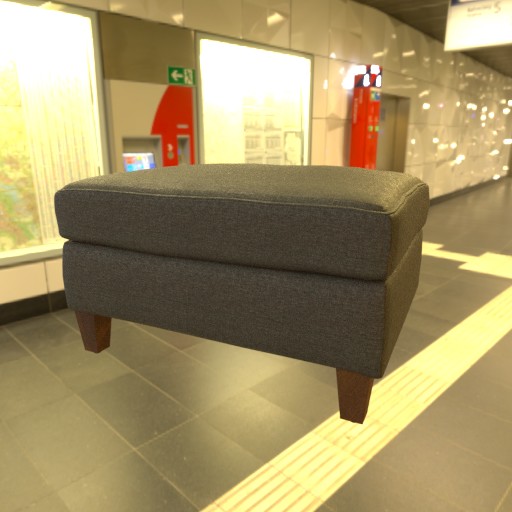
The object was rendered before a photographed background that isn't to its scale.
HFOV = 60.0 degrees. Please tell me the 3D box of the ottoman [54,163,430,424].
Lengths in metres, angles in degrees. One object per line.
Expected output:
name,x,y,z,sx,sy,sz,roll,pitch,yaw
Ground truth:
ottoman,0.000,0.000,1.217,0.826,0.496,0.639,7,16,25
